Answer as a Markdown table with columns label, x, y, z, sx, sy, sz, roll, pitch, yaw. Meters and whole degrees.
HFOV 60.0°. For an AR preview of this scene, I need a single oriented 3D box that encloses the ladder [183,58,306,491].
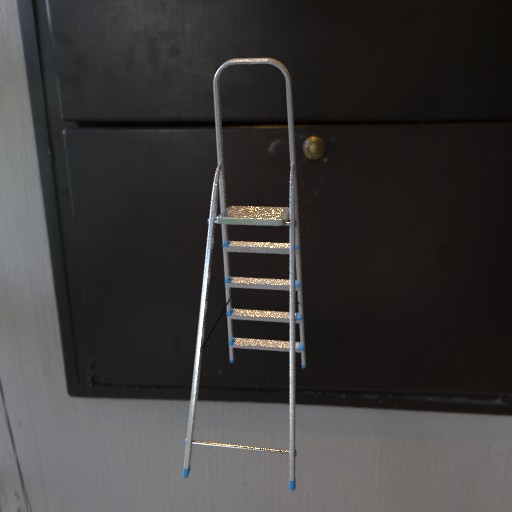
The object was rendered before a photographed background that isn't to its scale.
| label | x | y | z | sx | sy | sz | roll | pitch | yaw |
| --- | --- | --- | --- | --- | --- | --- | --- | --- | --- |
| ladder | 0.000 | 0.000 | 2.043 | 0.468 | 1.648 | 0.990 | 2 | 16 | 8 |
